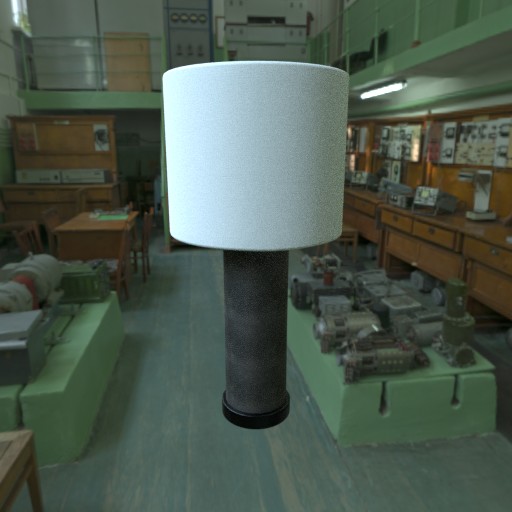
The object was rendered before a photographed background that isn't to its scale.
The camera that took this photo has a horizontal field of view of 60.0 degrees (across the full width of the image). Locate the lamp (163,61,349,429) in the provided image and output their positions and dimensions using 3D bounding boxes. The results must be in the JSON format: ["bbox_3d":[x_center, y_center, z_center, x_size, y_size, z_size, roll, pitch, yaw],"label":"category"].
[{"bbox_3d":[0.000,0.000,0.814,0.305,0.634,0.305,-2,14,-9],"label":"lamp"}]
